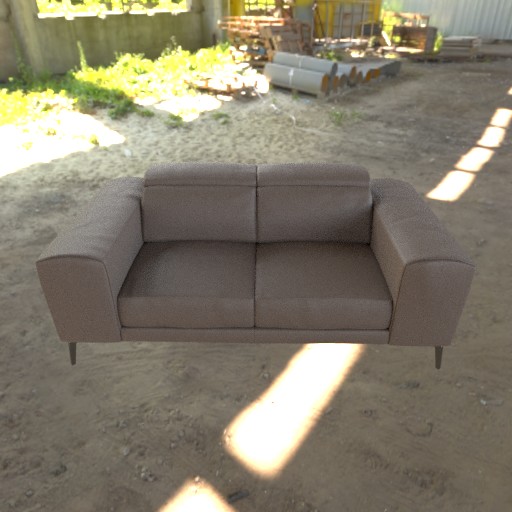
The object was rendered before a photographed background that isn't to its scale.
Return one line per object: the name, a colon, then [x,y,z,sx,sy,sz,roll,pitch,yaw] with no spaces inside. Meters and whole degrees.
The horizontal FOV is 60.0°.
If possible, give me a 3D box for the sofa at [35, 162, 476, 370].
sofa: [0.000,0.000,2.400,1.895,0.779,1.003,0,30,1]
